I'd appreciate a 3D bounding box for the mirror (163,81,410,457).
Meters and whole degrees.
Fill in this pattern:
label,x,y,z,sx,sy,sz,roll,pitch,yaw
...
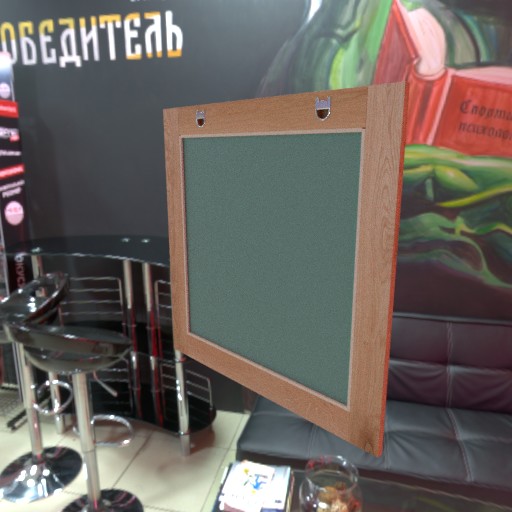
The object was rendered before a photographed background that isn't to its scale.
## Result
label,x,y,z,sx,sy,sz,roll,pitch,yaw
mirror,0.000,0.000,1.192,0.020,0.800,0.800,-13,19,-43
